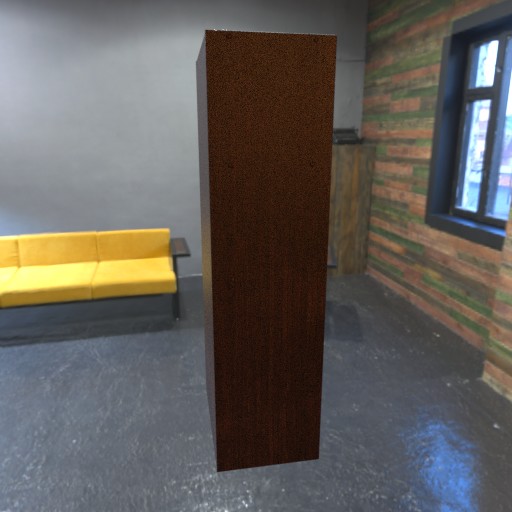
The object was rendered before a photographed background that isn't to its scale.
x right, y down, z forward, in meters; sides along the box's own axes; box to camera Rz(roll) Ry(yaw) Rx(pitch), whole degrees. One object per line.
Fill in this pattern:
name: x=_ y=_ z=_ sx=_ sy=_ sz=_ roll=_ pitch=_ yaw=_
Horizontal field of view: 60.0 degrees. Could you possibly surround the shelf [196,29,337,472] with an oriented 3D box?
shelf: x=0.000 y=0.000 z=1.286 sx=0.290 sy=1.099 sz=0.415 roll=-3 pitch=15 yaw=-10
